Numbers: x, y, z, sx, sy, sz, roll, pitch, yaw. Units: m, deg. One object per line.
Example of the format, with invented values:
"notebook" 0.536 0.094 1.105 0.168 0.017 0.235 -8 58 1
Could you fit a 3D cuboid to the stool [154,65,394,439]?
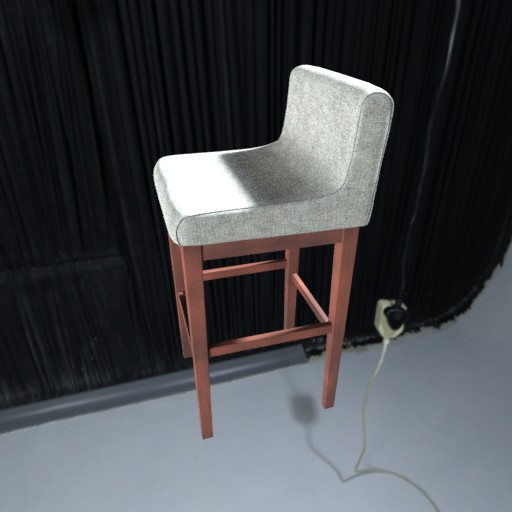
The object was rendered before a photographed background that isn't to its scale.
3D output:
"stool" 0.000 0.000 1.272 0.499 0.965 0.426 -9 31 -14
